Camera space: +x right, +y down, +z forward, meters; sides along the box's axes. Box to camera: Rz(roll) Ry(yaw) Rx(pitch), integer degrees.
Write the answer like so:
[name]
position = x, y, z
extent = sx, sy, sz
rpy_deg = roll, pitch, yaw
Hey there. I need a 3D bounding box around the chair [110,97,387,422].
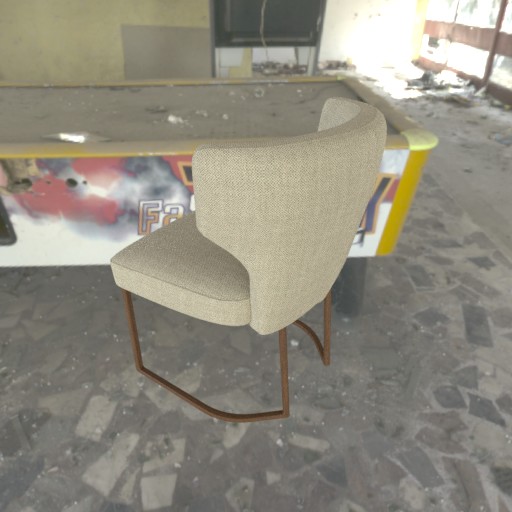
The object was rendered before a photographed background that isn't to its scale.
[chair]
position = 0.000, 0.000, 1.267
extent = 0.617, 0.824, 0.611
rpy_deg = 20, 36, 30
